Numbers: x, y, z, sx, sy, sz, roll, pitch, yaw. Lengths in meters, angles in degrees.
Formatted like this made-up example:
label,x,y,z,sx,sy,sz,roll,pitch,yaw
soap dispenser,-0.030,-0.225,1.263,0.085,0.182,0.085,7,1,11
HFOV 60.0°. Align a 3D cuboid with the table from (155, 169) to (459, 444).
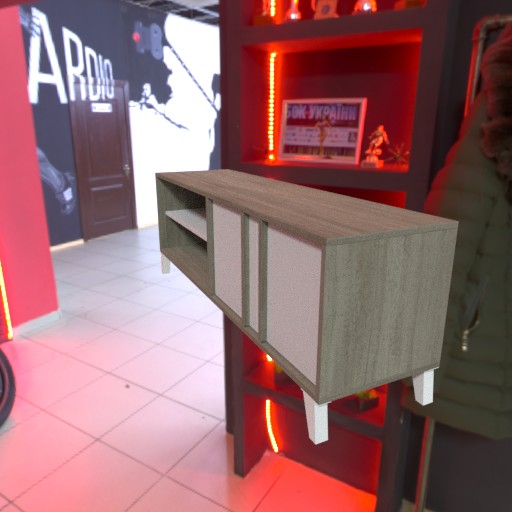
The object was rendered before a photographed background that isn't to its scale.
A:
label,x,y,z,sx,sy,sz,roll,pitch,yaw
table,0.000,0.000,1.750,0.400,0.530,1.500,-8,18,-25
